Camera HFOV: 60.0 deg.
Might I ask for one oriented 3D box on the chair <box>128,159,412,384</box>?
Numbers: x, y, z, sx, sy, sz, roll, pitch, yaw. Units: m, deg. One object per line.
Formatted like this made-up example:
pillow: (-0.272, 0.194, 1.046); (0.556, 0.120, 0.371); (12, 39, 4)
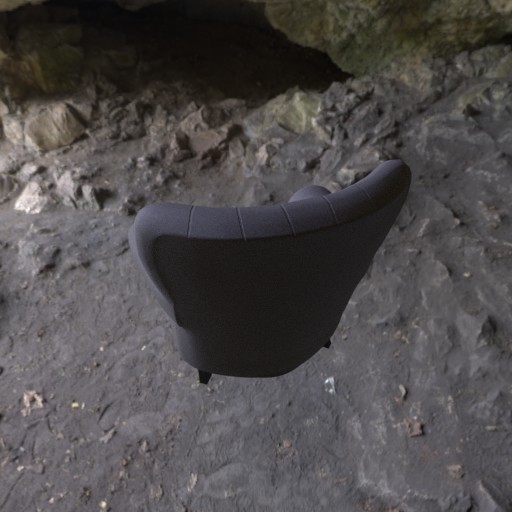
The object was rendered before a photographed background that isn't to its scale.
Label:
chair: (0.000, 0.000, 1.856); (0.983, 1.046, 0.983); (-13, 42, -15)
